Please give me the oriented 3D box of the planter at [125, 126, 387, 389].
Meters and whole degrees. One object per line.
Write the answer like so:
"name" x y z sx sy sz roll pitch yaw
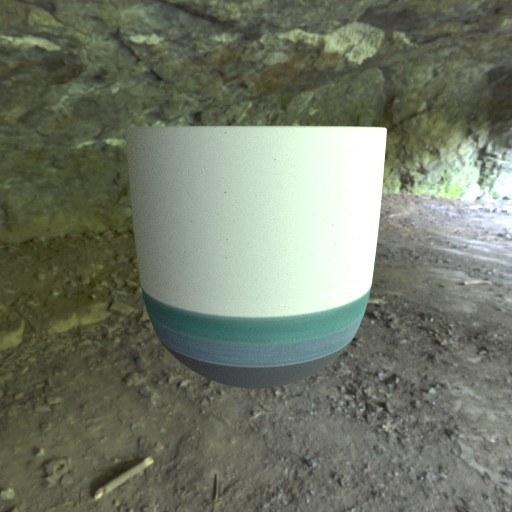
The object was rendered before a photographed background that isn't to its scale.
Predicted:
"planter" 0.000 0.000 0.387 0.204 0.214 0.204 0 15 0
